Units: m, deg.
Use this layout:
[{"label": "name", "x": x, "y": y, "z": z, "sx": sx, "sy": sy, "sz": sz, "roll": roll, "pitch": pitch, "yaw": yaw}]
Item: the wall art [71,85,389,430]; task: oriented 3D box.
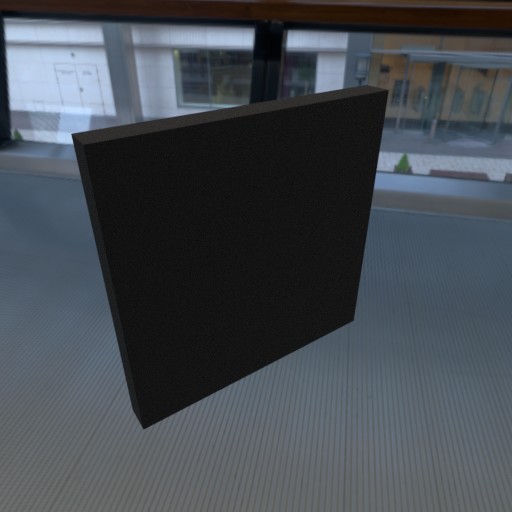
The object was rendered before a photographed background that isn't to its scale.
[{"label": "wall art", "x": 0.000, "y": 0.000, "z": 0.469, "sx": 0.308, "sy": 0.305, "sz": 0.030, "roll": -20, "pitch": 37, "yaw": -29}]
